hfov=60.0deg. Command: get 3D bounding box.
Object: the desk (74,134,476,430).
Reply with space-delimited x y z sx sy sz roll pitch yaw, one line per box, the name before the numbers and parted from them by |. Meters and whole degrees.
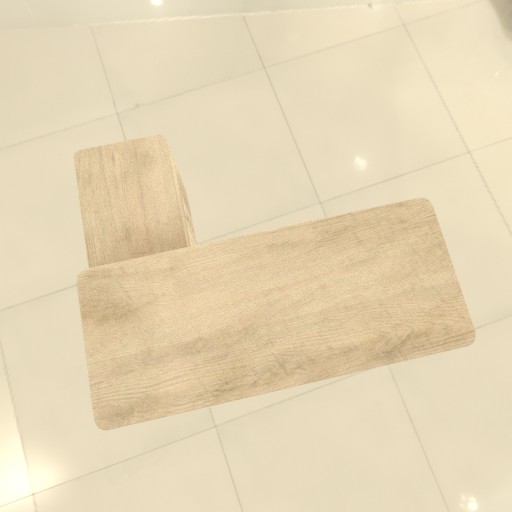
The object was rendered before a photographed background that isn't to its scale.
desk | 0.000 0.000 2.080 1.400 0.770 1.175 -12 77 -3
